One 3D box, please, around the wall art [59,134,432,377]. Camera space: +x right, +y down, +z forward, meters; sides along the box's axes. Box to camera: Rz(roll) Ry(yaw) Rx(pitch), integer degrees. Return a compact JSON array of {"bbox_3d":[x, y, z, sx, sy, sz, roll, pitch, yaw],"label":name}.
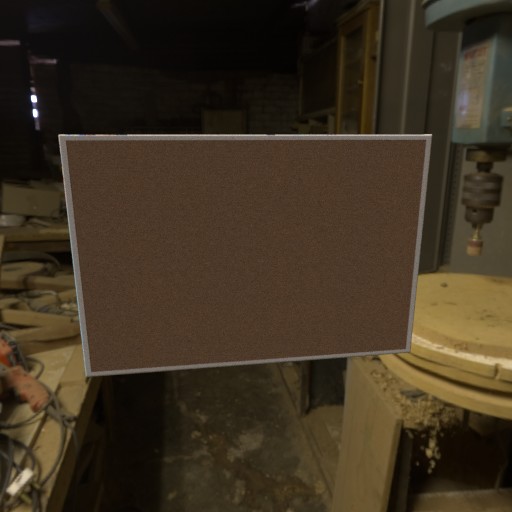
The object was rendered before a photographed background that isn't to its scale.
[{"bbox_3d":[0.000,0.000,1.455,1.136,0.769,0.040,-2,16,-8],"label":"wall art"}]
